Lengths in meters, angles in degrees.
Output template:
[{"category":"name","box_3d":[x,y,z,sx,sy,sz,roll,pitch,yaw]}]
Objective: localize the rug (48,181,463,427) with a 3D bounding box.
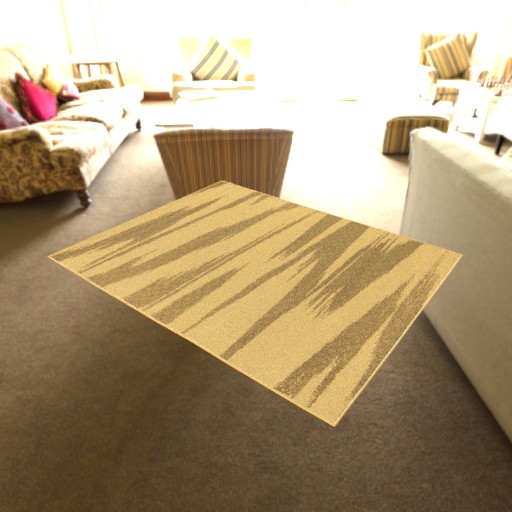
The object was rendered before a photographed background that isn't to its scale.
[{"category":"rug","box_3d":[0.000,0.000,4.004,2.945,0.014,2.353,22,37,32]}]
